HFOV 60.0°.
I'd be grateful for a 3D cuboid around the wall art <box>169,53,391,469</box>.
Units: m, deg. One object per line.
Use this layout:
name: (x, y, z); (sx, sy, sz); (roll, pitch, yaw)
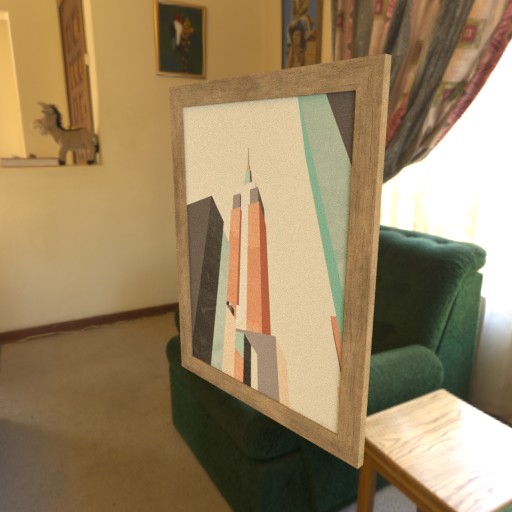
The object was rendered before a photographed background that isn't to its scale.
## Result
wall art: (0.000, 0.000, 0.897); (0.018, 0.686, 0.534); (-14, 20, -43)
